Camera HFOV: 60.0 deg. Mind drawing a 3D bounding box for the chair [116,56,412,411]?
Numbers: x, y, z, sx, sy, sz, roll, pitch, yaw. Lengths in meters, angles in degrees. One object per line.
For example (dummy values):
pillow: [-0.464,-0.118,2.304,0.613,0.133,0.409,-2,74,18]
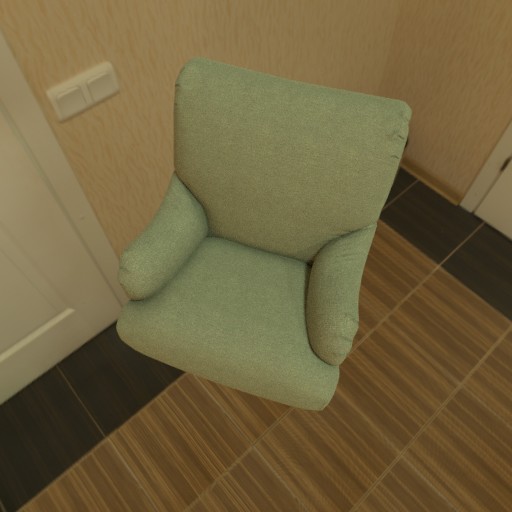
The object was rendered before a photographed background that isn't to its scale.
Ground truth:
chair: [0.000,0.000,1.952,0.964,1.178,1.060,16,60,10]
